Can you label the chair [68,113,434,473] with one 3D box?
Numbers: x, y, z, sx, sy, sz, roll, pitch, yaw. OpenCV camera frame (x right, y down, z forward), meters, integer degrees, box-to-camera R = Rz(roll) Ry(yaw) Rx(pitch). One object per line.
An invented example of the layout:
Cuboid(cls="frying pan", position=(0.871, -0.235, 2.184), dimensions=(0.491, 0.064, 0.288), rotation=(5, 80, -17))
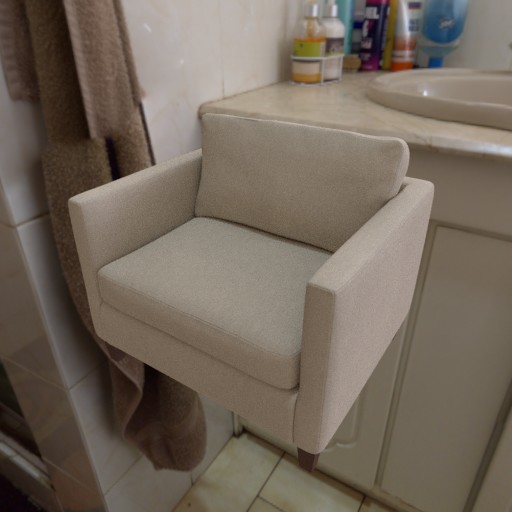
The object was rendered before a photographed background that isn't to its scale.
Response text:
Cuboid(cls="chair", position=(0.000, 0.000, 1.796), dimensions=(1.107, 0.961, 0.959), rotation=(18, 35, 29))
